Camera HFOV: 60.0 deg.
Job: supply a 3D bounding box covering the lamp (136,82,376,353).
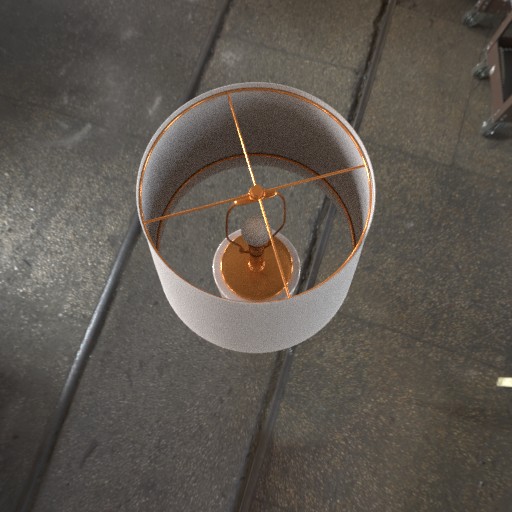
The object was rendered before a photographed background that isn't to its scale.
[{"bbox_3d":[0.000,0.000,0.440,0.189,0.340,0.189,0,75,0],"label":"lamp"}]
